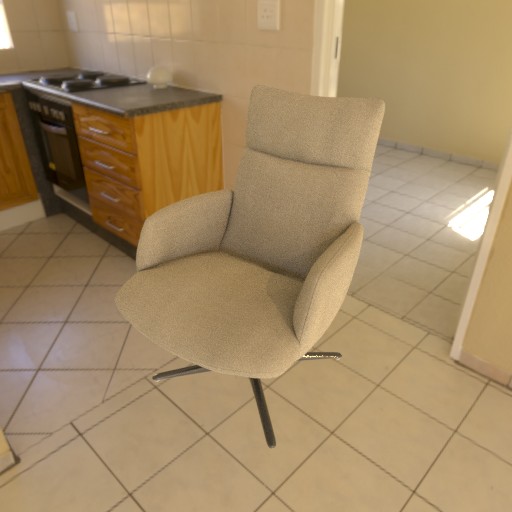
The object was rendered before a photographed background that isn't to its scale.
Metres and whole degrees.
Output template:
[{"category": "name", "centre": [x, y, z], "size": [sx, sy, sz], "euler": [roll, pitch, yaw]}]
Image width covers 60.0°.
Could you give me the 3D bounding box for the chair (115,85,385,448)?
[{"category": "chair", "centre": [0.000, 0.000, 1.584], "size": [0.711, 1.016, 0.889], "euler": [19, 35, 29]}]
